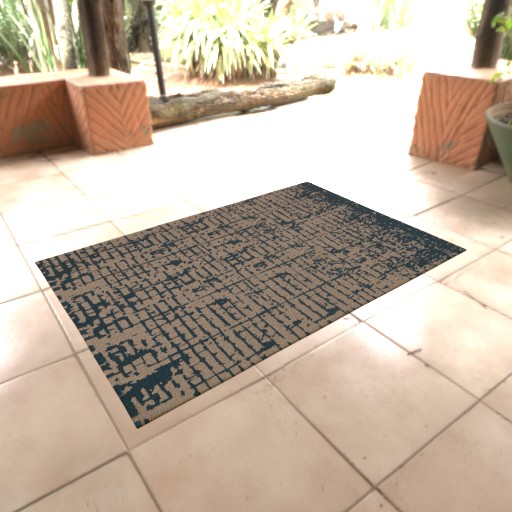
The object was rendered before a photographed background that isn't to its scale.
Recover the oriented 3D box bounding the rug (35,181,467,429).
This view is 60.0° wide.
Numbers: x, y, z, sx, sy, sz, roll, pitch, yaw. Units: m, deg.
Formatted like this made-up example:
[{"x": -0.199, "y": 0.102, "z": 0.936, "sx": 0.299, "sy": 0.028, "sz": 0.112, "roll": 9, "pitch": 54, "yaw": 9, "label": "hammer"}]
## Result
[{"x": 0.000, "y": 0.000, "z": 2.249, "sx": 1.828, "sy": 0.007, "sz": 1.220, "roll": -21, "pitch": 37, "yaw": -31, "label": "rug"}]
